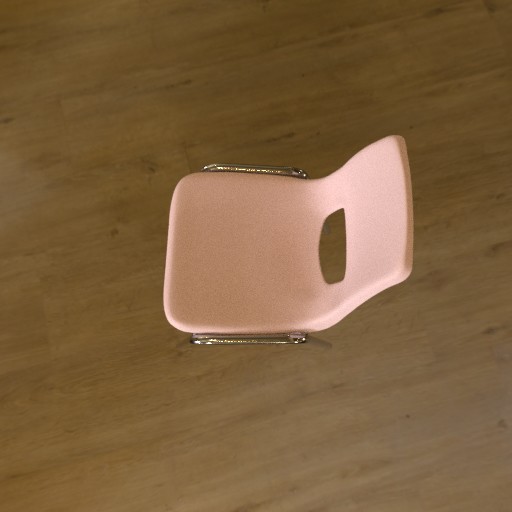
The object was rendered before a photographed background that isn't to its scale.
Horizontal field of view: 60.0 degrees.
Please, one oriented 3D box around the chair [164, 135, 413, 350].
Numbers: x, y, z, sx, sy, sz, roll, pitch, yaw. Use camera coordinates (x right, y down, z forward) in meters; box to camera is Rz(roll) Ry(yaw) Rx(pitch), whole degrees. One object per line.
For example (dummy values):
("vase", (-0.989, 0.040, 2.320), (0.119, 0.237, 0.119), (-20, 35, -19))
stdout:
("chair", (0.000, 0.000, 0.945), (0.436, 0.704, 0.381), (2, 76, 0))
